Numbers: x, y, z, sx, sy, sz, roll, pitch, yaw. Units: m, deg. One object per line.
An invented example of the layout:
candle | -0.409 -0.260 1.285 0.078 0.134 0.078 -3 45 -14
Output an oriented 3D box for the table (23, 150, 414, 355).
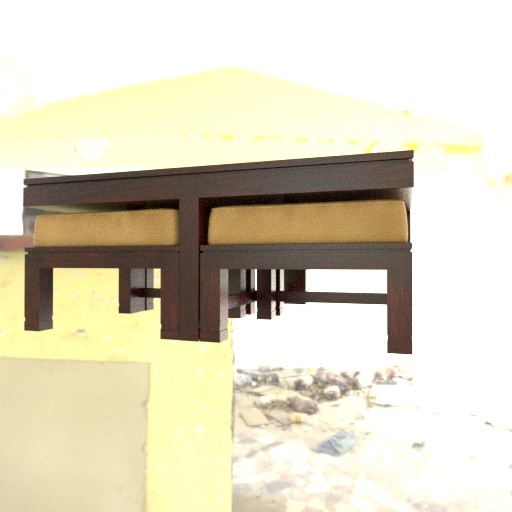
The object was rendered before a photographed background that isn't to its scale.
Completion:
table | 0.000 0.000 1.312 0.865 0.356 0.865 0 -1 18
